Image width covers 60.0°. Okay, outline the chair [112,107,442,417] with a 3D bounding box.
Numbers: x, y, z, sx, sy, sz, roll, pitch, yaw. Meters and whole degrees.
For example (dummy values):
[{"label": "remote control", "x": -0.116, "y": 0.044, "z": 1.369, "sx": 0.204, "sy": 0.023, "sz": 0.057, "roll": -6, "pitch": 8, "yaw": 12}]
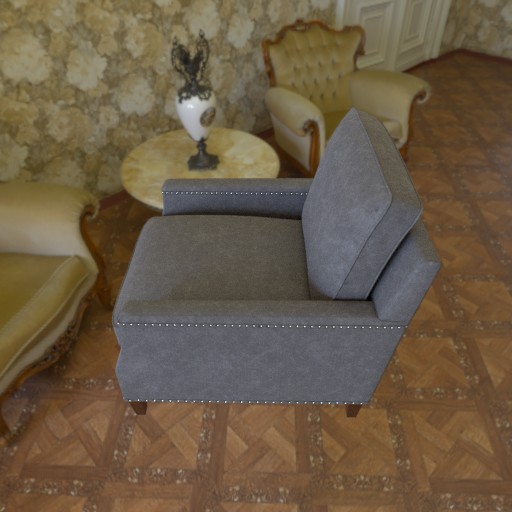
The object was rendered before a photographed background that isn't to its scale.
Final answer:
[{"label": "chair", "x": 0.000, "y": 0.000, "z": 1.716, "sx": 1.014, "sy": 0.948, "sz": 0.853, "roll": 1, "pitch": 40, "yaw": 1}]
